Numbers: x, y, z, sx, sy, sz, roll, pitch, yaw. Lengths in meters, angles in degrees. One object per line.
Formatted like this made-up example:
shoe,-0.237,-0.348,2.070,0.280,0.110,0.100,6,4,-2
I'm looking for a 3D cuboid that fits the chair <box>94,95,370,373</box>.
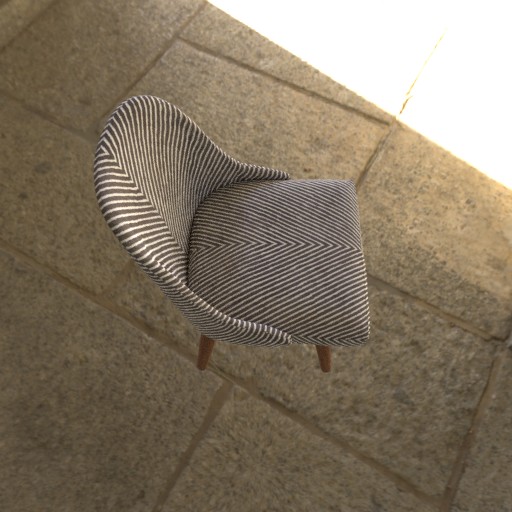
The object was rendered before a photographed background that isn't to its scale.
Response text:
chair,0.000,0.000,1.210,0.591,0.883,0.504,1,65,0
